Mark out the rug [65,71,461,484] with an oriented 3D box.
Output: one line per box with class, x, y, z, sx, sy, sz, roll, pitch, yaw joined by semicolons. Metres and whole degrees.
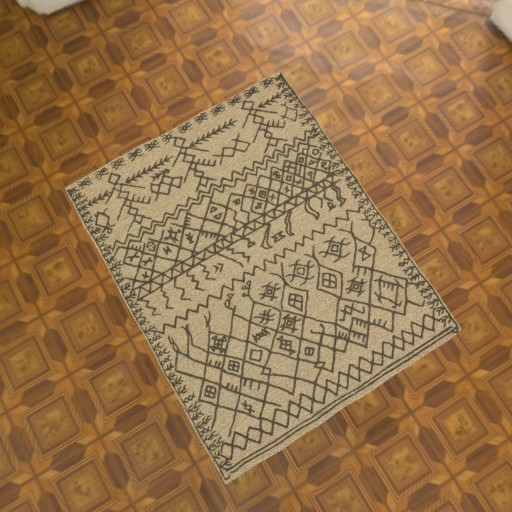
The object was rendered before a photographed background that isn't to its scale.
rug;0.000;0.000;3.262;1.964;0.025;2.455;-31;79;-7
